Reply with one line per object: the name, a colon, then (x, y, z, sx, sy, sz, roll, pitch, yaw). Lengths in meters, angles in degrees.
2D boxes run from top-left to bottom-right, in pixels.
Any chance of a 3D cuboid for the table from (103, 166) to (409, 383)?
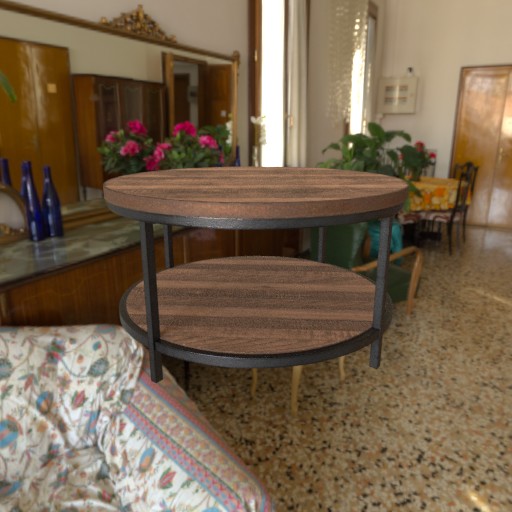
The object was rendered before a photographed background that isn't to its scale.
table: (0.000, 0.000, 1.341, 0.837, 0.462, 0.837, 0, 16, 0)
